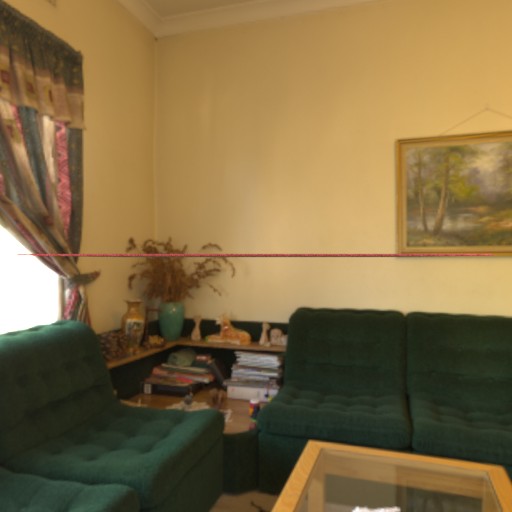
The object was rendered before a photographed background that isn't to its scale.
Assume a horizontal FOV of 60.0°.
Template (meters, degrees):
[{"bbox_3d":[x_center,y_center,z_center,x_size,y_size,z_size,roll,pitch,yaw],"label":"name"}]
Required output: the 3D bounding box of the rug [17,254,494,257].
[{"bbox_3d":[0.000,0.000,4.260,3.306,0.011,2.389,0,0,1],"label":"rug"}]
